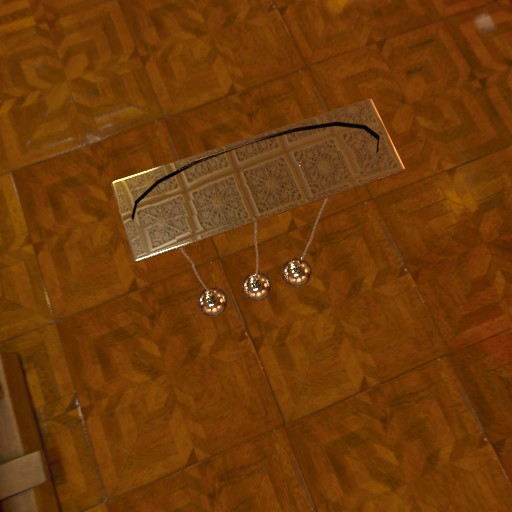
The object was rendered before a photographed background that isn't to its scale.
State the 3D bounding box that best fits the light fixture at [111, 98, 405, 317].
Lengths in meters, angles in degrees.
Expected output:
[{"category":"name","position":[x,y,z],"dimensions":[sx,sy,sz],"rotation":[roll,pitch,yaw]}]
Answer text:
[{"category":"light fixture","position":[0.000,0.000,1.643],"dimensions":[0.623,1.408,0.188],"rotation":[-19,77,-5]}]
